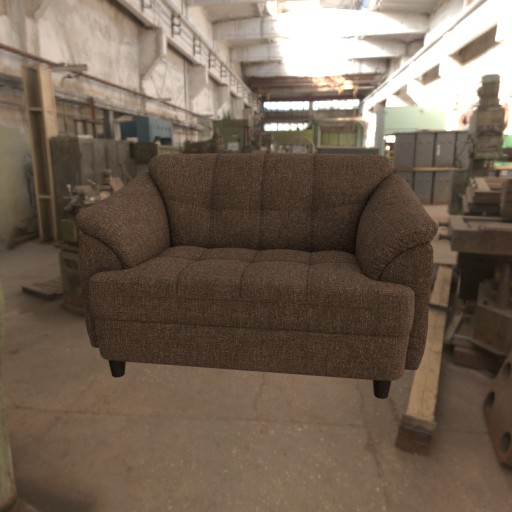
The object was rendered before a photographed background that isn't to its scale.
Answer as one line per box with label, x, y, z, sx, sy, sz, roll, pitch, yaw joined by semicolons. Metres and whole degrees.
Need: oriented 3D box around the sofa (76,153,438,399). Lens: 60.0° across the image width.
sofa;0.000;0.000;1.980;1.404;0.895;0.799;2;13;8
